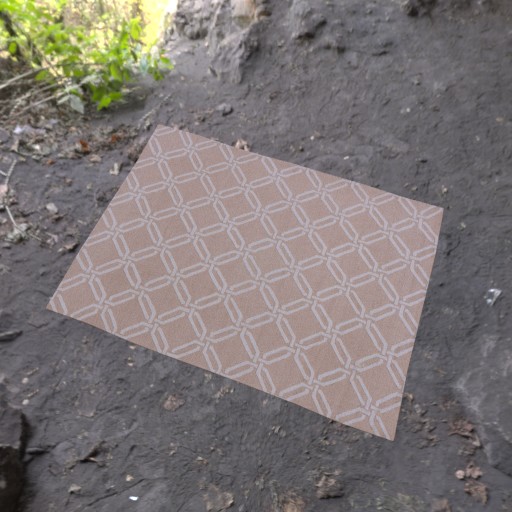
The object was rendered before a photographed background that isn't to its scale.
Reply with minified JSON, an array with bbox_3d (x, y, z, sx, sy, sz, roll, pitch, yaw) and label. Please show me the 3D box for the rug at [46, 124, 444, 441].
[{"bbox_3d":[0.000,0.000,4.430,3.365,0.020,2.452,18,65,9],"label":"rug"}]
